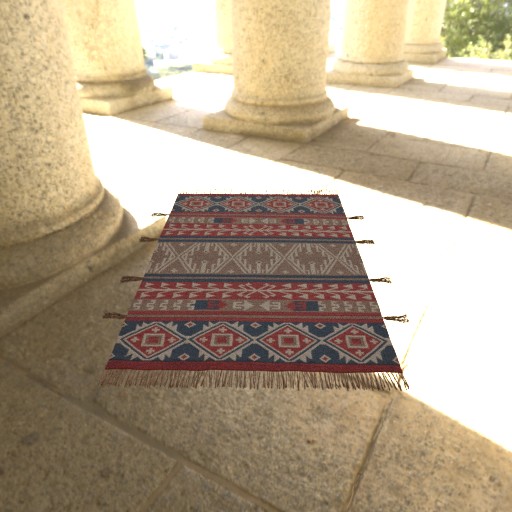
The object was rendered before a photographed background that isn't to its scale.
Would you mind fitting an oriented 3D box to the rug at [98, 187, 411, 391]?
[{"bbox_3d":[0.000,0.000,3.138,1.778,0.048,2.450,0,31,1],"label":"rug"}]
